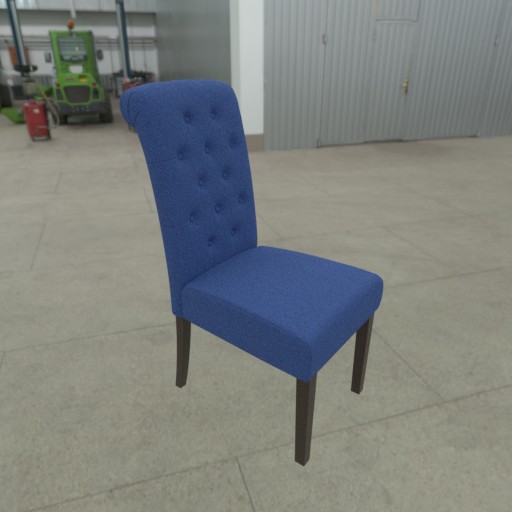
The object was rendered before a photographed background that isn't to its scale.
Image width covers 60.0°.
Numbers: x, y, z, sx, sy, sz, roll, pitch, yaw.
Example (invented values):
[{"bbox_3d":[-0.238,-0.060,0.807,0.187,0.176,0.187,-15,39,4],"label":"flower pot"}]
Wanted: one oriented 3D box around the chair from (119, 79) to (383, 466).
[{"bbox_3d":[0.000,0.000,1.382,0.671,1.006,0.456,17,30,33],"label":"chair"}]
